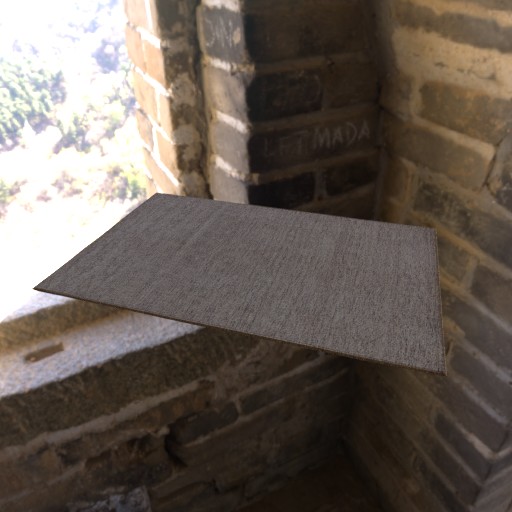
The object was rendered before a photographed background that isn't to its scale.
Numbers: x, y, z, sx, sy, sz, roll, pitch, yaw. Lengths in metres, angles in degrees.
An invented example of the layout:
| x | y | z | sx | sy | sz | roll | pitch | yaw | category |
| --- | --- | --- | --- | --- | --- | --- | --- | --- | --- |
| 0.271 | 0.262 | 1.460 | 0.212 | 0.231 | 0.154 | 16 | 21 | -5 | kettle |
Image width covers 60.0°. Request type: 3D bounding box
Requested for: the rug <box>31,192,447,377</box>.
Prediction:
| x | y | z | sx | sy | sz | roll | pitch | yaw | category |
| --- | --- | --- | --- | --- | --- | --- | --- | --- | --- |
| 0.000 | 0.000 | 2.327 | 1.822 | 0.018 | 1.211 | 9 | 32 | 15 | rug |
